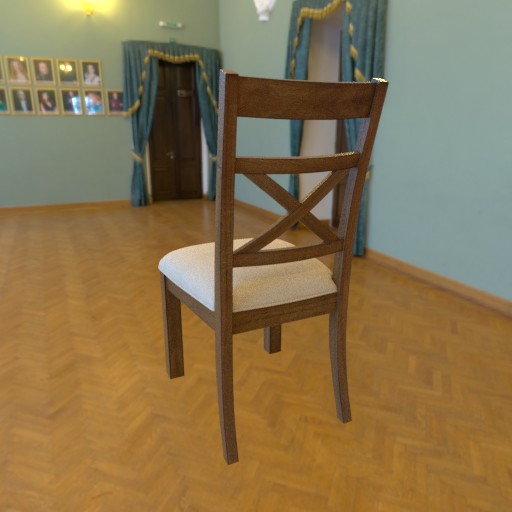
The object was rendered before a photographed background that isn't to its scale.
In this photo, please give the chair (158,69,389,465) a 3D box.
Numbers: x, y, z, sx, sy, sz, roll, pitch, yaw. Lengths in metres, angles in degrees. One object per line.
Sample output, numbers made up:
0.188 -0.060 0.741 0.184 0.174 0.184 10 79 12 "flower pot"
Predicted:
0.000 0.000 1.303 0.461 0.949 0.581 -8 18 -25 "chair"
